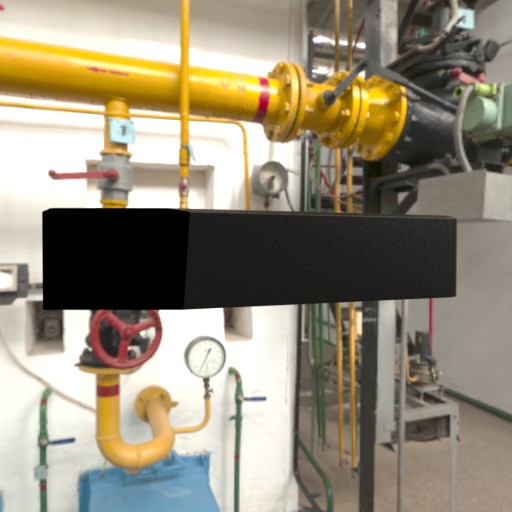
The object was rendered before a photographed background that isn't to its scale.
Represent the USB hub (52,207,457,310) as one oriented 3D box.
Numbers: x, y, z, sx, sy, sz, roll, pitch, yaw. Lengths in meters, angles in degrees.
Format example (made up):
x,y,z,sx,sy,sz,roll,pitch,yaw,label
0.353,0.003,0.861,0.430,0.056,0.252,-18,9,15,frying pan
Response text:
x,y,z,sx,sy,sz,roll,pitch,yaw,label
0.000,0.000,0.129,0.110,0.023,0.044,0,1,-19,USB hub
